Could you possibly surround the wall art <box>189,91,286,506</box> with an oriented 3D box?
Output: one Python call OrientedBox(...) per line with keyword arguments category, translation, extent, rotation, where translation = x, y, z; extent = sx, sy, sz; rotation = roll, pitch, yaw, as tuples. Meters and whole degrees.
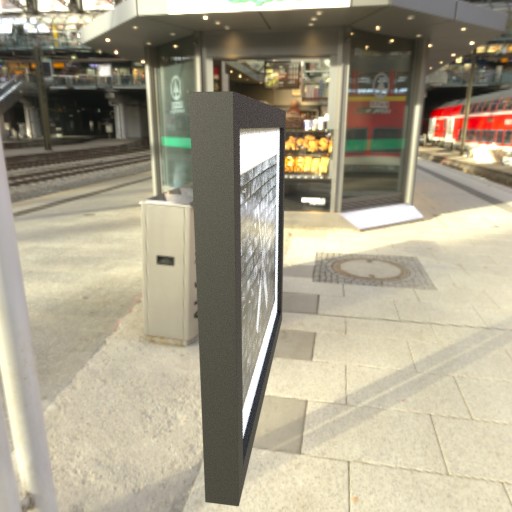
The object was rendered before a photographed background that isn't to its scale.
OrientedBox(category="wall art", translation=(0.000, 0.000, 0.511), extent=(0.029, 0.330, 0.381), rotation=(2, 17, 8))
